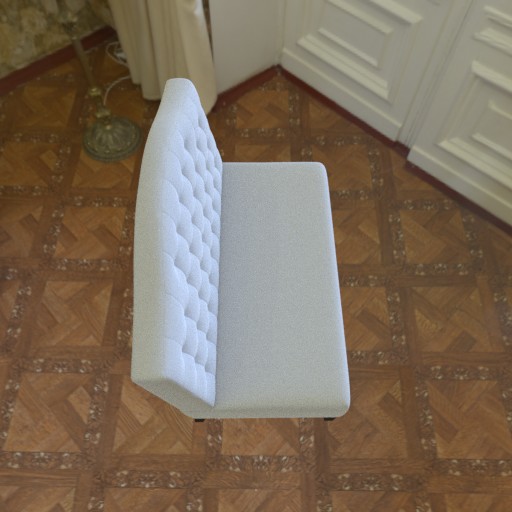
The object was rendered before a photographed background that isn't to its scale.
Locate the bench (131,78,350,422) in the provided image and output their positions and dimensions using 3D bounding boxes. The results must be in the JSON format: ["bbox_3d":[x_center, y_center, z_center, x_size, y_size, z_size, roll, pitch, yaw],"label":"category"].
[{"bbox_3d":[0.000,0.000,2.050,0.815,1.180,1.335,-1,62,0],"label":"bench"}]
